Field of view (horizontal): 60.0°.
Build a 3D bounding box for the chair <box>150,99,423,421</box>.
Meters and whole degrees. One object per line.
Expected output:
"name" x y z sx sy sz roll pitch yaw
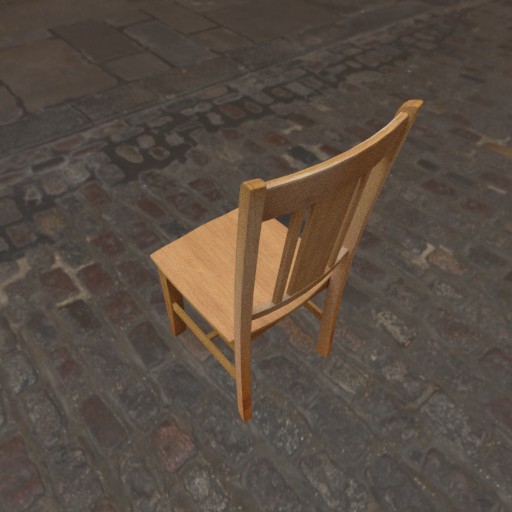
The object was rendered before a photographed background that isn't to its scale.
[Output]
"chair" 0.000 0.000 1.280 0.450 0.998 0.556 -31 53 -27
